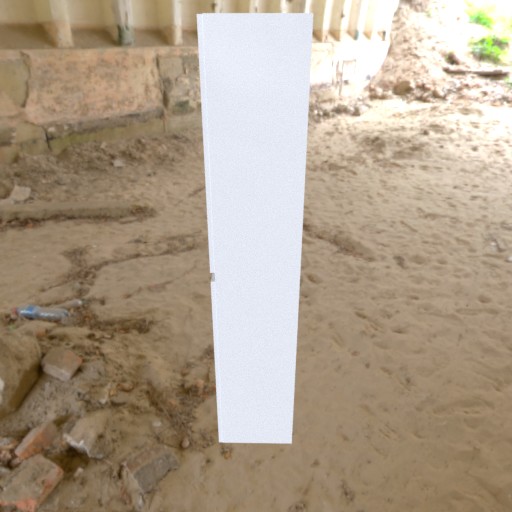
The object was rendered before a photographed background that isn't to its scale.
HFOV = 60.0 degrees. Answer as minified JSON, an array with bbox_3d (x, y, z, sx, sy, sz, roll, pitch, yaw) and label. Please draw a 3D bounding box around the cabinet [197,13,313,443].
[{"bbox_3d":[0.000,0.000,1.469,0.270,1.400,0.300,0,26,1],"label":"cabinet"}]
